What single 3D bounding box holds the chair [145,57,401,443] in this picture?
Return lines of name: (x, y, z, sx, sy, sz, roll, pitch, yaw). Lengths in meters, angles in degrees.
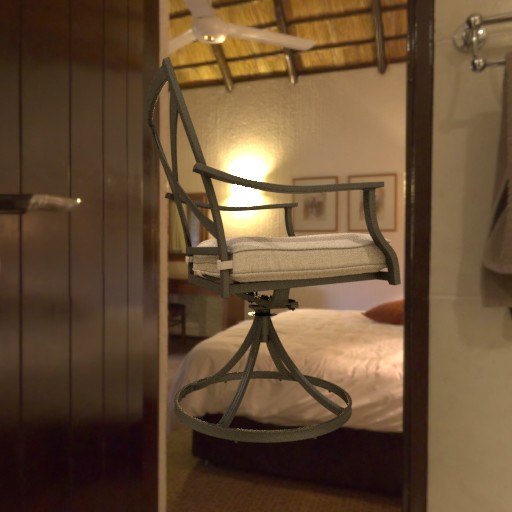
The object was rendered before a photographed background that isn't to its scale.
chair: (0.000, 0.000, 1.301, 0.620, 0.889, 0.575, 0, 1, -18)
